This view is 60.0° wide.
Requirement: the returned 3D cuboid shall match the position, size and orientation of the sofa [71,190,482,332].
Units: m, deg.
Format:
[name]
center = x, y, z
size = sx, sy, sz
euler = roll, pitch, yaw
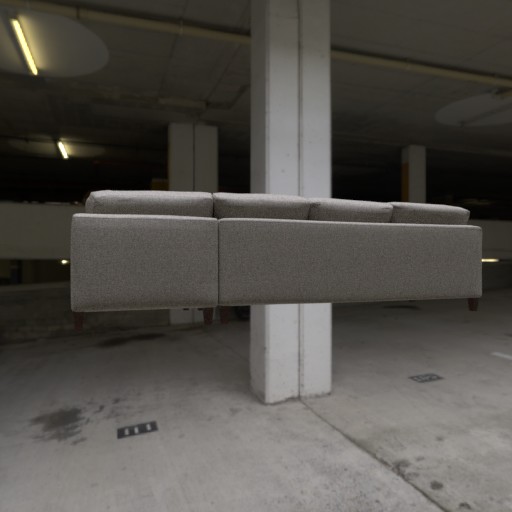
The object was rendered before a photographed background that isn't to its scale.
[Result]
[sofa]
center = 0.000, 0.000, 4.453
size = 3.302, 0.947, 2.593
euler = 0, 0, -19
